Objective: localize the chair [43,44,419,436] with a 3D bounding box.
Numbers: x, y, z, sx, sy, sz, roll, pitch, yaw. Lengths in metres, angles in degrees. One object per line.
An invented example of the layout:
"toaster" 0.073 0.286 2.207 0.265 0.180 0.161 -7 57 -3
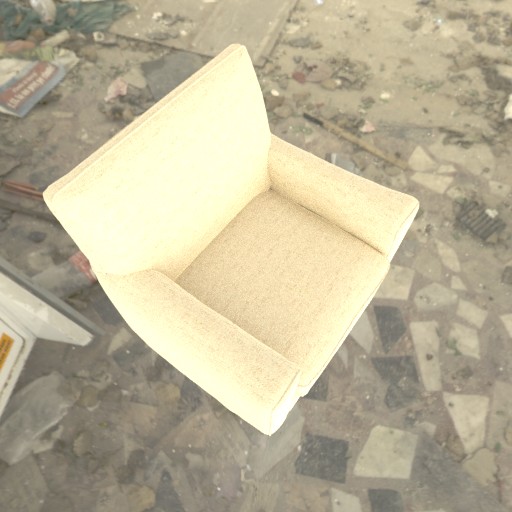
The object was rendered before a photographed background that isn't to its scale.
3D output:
"chair" 0.000 0.000 1.584 0.823 0.943 0.870 33 64 18
